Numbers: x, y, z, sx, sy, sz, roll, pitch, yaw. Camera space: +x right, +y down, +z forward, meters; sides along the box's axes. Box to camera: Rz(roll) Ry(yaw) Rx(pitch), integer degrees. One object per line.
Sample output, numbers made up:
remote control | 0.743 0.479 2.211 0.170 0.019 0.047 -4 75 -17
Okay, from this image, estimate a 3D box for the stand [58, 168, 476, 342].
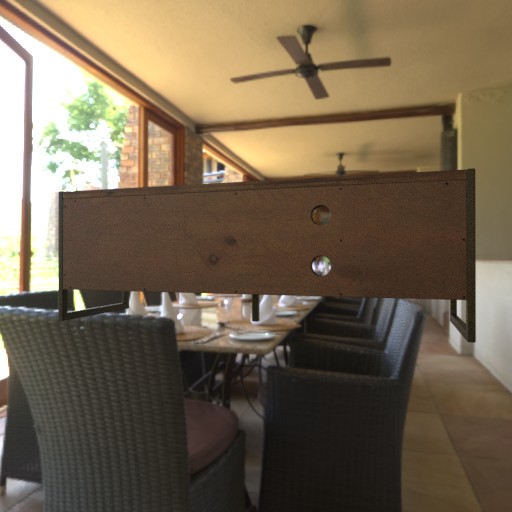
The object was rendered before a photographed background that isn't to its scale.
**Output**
stand | 0.000 0.000 1.724 1.480 0.506 0.454 0 0 18
